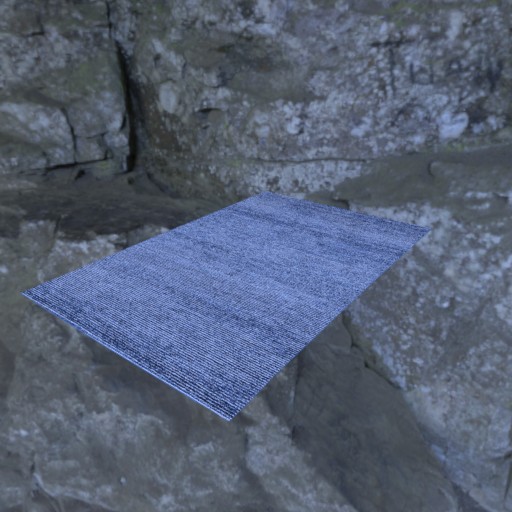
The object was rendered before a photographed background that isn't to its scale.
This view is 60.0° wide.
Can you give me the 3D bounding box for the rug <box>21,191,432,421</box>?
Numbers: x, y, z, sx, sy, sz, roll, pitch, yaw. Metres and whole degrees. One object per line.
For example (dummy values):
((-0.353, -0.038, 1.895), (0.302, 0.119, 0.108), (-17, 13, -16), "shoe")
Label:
((0.000, 0.000, 2.143), (1.135, 0.010, 1.740), (19, 32, 33), "rug")
